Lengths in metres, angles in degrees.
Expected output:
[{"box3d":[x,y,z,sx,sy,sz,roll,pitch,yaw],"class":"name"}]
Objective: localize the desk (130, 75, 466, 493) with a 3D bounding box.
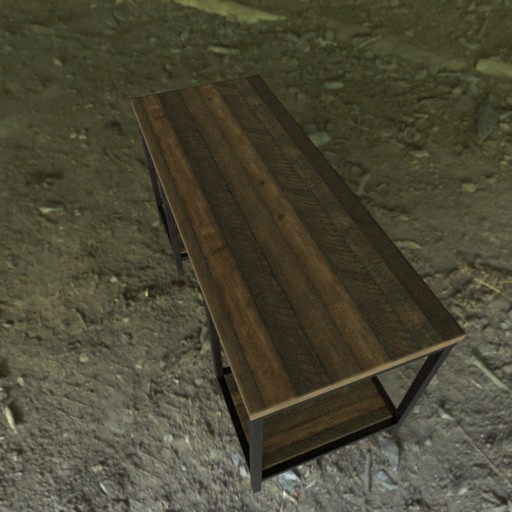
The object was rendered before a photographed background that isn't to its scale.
[{"box3d":[0.000,0.000,1.869,0.617,0.753,1.538,-16,51,-14],"class":"desk"}]
